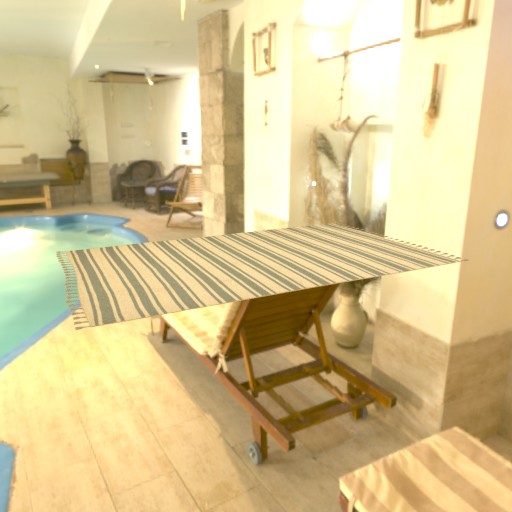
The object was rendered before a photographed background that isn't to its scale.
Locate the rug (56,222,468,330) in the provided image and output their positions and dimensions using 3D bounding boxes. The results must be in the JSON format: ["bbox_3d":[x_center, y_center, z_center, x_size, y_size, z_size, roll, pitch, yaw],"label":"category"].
[{"bbox_3d":[0.000,0.000,2.566,2.084,0.009,1.222,-8,17,-25],"label":"rug"}]
